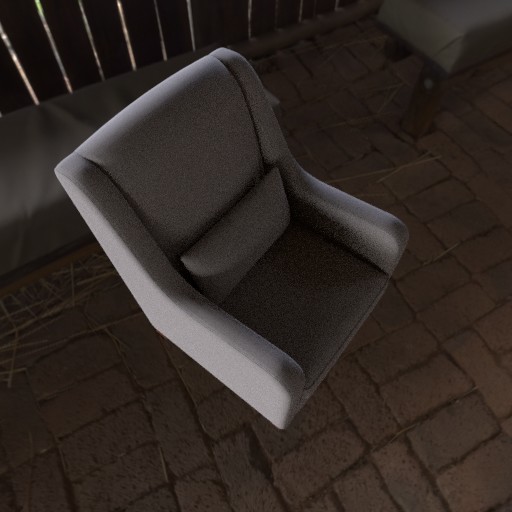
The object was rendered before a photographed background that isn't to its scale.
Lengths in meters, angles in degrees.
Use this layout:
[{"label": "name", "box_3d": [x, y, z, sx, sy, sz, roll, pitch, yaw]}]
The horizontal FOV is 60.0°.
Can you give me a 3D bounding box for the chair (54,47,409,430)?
[{"label": "chair", "box_3d": [0.000, 0.000, 1.601, 0.863, 1.010, 0.715, 34, 64, 19]}]
